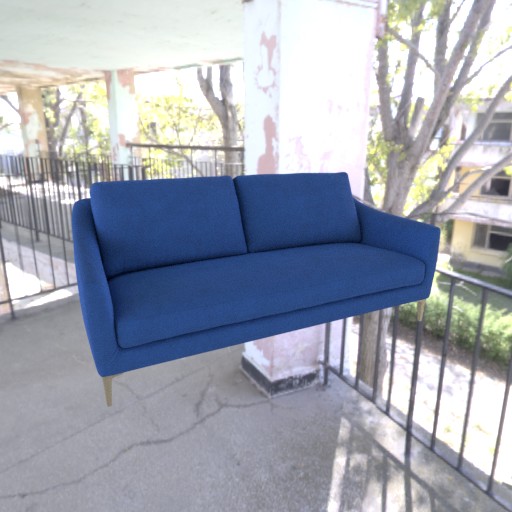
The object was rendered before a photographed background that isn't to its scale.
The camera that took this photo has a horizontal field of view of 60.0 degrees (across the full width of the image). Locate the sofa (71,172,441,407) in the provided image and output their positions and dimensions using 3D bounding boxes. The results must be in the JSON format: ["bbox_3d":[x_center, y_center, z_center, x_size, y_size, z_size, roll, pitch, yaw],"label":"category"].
[{"bbox_3d":[0.000,0.000,2.616,2.036,0.903,0.960,-8,18,-27],"label":"sofa"}]
